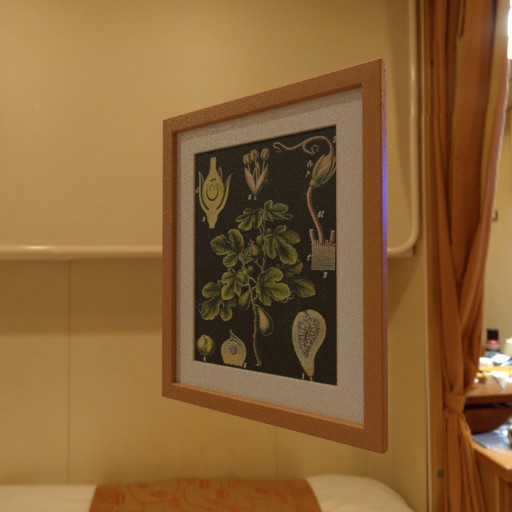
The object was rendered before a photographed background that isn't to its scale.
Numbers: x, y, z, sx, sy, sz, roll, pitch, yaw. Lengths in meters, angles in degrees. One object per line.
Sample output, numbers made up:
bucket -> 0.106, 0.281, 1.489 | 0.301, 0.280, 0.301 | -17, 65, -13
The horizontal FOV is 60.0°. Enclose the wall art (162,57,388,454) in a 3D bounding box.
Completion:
wall art -> 0.000, 0.000, 0.520 | 0.310, 0.379, 0.015 | -1, -1, 37
